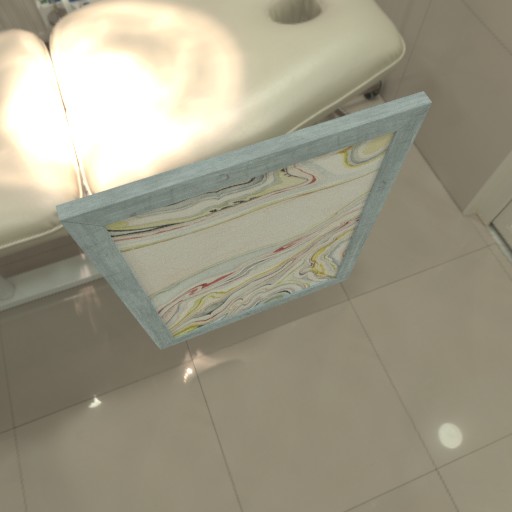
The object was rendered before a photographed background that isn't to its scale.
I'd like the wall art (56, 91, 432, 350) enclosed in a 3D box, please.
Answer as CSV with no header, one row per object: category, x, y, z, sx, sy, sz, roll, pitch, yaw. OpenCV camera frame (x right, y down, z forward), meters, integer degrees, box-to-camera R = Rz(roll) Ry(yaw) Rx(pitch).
wall art,0.000,0.000,0.797,0.479,0.582,0.022,-20,66,-9
